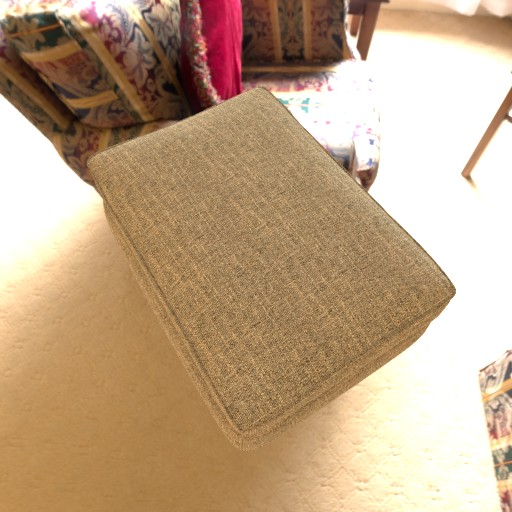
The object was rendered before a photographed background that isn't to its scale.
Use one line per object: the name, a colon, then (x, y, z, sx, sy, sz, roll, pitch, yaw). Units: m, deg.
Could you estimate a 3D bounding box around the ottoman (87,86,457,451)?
ottoman: (0.000, 0.000, 1.002, 0.508, 0.406, 0.686, -28, 63, -16)
